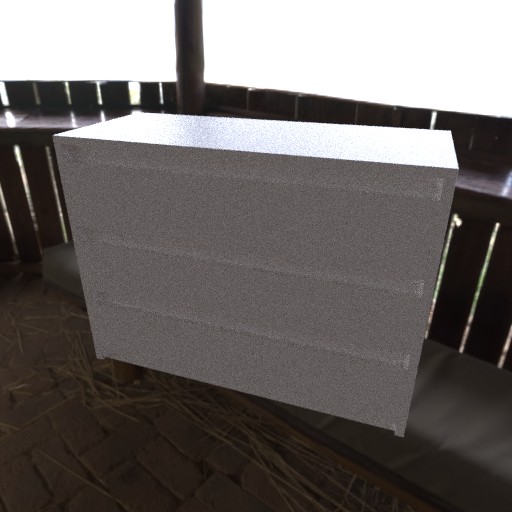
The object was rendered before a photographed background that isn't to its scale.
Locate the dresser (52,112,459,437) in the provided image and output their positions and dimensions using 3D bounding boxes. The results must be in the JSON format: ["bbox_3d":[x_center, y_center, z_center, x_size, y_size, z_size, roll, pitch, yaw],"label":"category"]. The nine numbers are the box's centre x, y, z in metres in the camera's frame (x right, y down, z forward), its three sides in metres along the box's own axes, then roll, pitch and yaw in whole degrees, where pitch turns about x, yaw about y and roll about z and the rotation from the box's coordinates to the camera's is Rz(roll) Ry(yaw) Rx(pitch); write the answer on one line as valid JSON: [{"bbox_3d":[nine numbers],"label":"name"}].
[{"bbox_3d":[0.000,0.000,1.507,1.100,0.820,0.460,9,28,17],"label":"dresser"}]
